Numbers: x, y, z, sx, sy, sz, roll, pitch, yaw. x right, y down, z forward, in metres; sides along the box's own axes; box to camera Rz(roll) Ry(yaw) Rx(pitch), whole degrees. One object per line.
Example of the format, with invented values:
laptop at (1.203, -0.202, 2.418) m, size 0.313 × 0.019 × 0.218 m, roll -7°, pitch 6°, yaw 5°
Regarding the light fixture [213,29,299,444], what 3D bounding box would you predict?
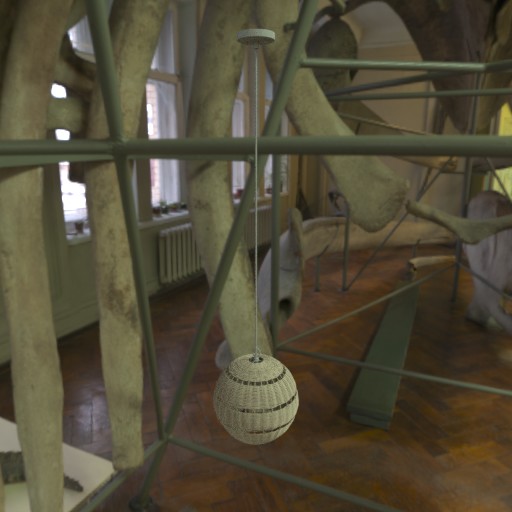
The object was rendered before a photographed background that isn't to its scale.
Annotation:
light fixture at (0.000, 0.000, 2.196) m, size 0.457 × 2.019 × 0.457 m, roll 7°, pitch 15°, yaw 25°
